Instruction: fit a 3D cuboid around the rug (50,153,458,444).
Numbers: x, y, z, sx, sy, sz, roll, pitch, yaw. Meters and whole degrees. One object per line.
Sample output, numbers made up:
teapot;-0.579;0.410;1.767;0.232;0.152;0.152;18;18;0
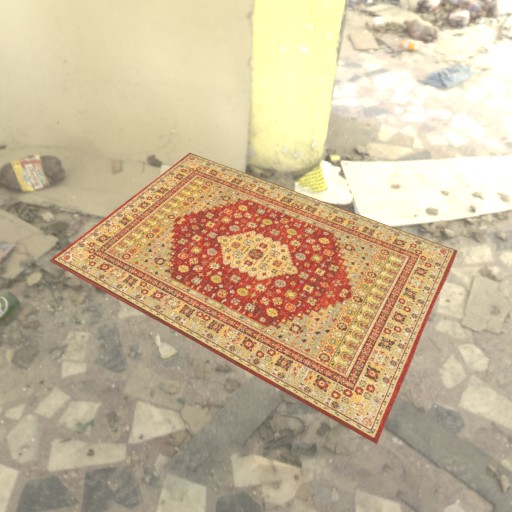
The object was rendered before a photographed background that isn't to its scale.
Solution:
rug;0.000;0.000;2.342;1.802;0.013;1.194;24;50;22
